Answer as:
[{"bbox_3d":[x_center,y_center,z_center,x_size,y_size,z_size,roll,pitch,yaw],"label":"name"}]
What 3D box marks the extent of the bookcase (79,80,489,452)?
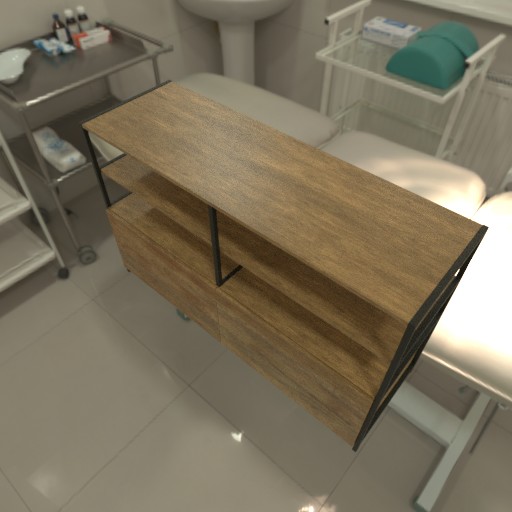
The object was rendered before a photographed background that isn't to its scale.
[{"bbox_3d":[0.000,0.000,1.482,1.149,0.712,0.391,33,55,26],"label":"bookcase"}]
